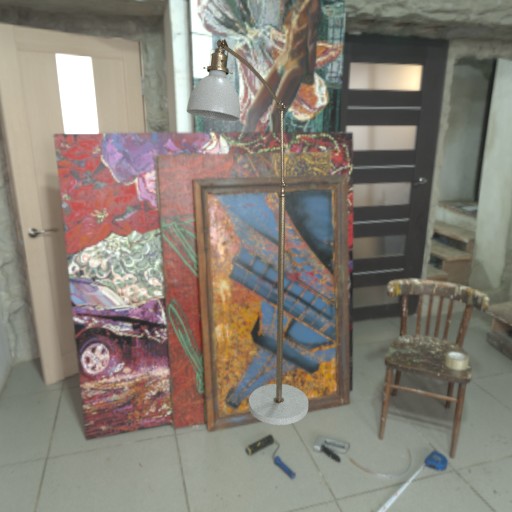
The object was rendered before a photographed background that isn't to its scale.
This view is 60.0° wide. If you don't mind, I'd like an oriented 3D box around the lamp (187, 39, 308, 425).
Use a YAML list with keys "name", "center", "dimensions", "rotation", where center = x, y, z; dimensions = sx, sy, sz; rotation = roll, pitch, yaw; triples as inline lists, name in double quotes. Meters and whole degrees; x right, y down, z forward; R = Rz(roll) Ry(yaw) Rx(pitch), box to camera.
- name: "lamp"
  center: [0.000, 0.000, 1.826]
  dimensions: [0.288, 1.586, 0.599]
  rotation: [15, 22, 42]
